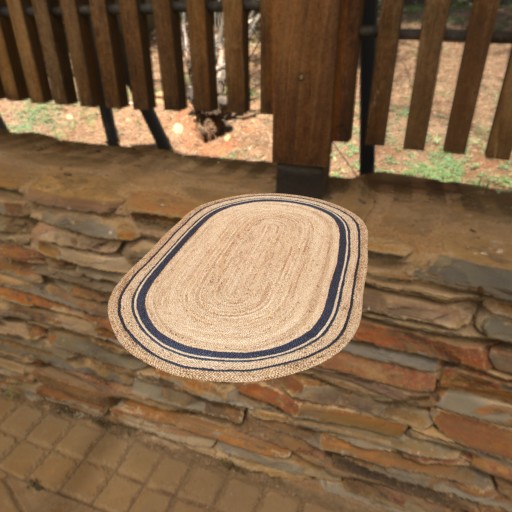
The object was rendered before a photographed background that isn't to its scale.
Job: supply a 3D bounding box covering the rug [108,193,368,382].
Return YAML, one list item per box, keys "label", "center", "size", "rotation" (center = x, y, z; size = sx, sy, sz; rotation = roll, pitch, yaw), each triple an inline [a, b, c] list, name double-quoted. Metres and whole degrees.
- label: "rug"
  center: [0.000, 0.000, 3.102]
  size: [1.520, 0.006, 2.432]
  rotation: [7, 30, 13]
